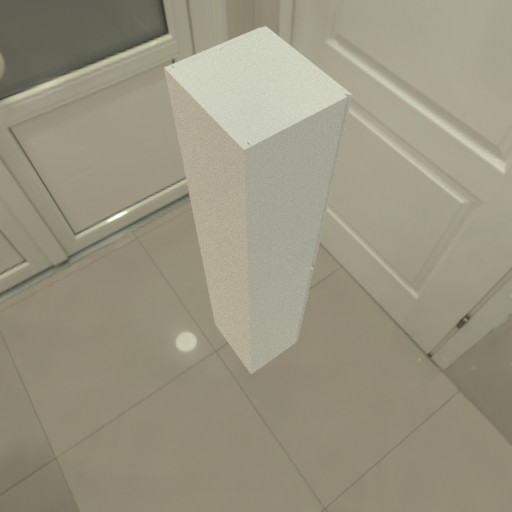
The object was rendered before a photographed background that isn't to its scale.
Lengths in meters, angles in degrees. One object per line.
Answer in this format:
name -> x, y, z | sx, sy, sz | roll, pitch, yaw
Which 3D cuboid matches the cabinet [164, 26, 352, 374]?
cabinet -> 0.000, 0.000, 1.524 | 0.270, 1.400, 0.300 | -31, 63, -18
